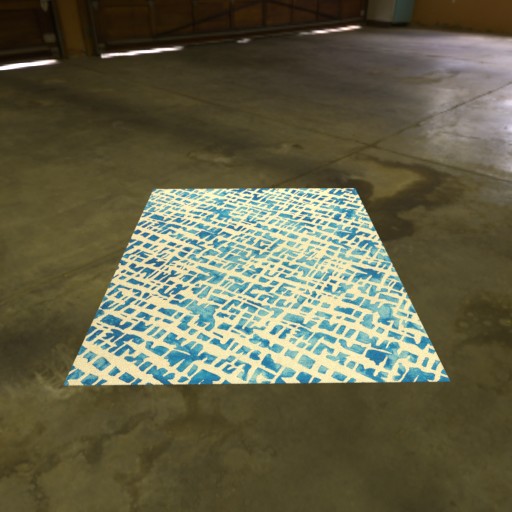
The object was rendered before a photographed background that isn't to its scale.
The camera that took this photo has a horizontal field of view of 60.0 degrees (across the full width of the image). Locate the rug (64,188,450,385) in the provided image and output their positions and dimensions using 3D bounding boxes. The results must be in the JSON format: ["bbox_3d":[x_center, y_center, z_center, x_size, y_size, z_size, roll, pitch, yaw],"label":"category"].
[{"bbox_3d":[0.000,0.000,4.054,2.435,0.007,3.007,0,32,0],"label":"rug"}]
